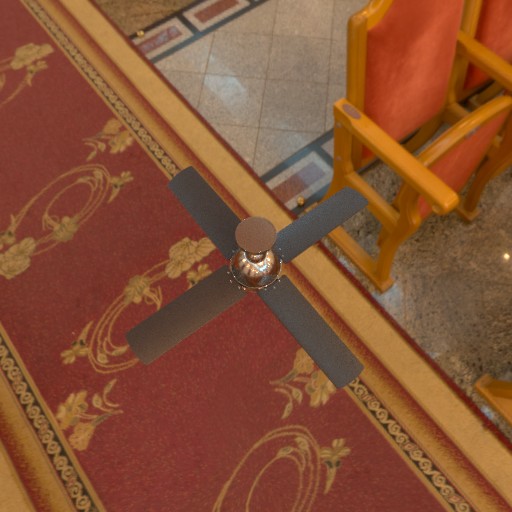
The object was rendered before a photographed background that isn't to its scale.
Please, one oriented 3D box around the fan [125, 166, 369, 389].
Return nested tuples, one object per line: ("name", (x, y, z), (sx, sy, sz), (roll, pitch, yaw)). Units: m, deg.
("fan", (0.000, 0.000, 1.990), (1.332, 0.403, 1.332), (-35, 69, -16))
